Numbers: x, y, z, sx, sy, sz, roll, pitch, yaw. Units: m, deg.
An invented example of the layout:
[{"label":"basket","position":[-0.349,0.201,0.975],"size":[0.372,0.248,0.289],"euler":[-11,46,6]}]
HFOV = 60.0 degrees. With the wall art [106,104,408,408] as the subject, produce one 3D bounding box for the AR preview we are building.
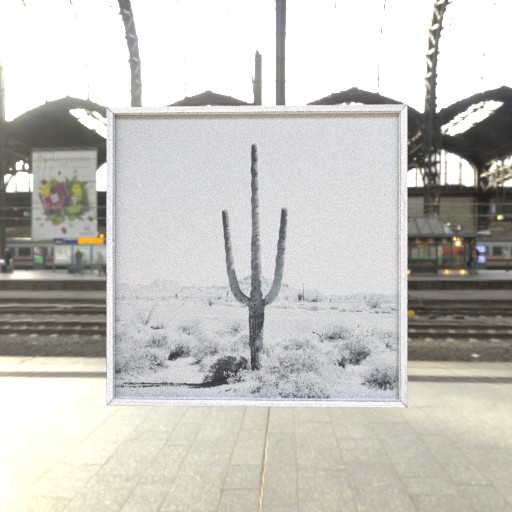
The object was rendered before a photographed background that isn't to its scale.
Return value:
[{"label":"wall art","position":[0.000,0.000,0.767],"size":[0.508,0.508,0.038],"euler":[0,0,1]}]
